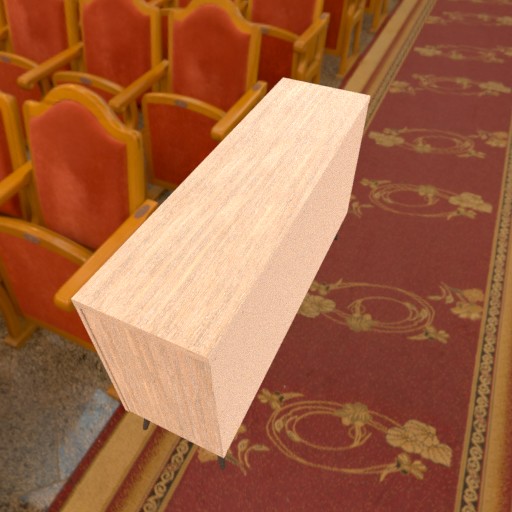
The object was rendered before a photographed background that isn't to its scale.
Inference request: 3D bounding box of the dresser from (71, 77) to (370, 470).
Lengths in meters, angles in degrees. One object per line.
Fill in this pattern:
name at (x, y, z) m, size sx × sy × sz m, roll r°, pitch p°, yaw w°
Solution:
dresser at (0.000, 0.000, 1.981) m, size 0.457 × 0.914 × 1.524 m, roll 19°, pitch 49°, yaw 17°
